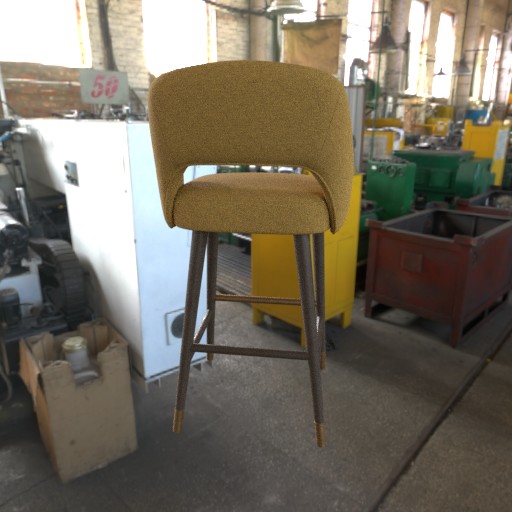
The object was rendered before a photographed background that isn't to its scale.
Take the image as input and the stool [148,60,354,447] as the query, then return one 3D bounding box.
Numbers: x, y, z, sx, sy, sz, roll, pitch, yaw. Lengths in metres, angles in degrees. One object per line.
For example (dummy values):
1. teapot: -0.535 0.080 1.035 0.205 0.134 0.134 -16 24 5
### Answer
1. stool: 0.000 0.000 1.332 0.536 1.032 0.522 2 18 8
